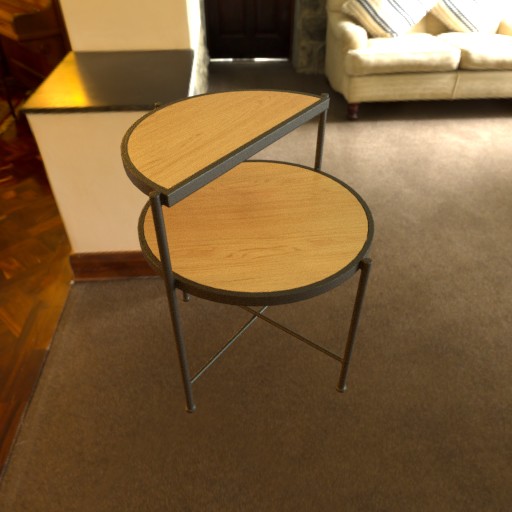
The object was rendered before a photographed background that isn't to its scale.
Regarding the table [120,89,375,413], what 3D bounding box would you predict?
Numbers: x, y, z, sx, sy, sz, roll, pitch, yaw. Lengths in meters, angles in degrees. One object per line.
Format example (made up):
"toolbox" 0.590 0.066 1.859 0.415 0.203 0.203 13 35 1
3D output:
"table" 0.000 0.000 1.178 0.628 0.684 0.629 25 46 27
